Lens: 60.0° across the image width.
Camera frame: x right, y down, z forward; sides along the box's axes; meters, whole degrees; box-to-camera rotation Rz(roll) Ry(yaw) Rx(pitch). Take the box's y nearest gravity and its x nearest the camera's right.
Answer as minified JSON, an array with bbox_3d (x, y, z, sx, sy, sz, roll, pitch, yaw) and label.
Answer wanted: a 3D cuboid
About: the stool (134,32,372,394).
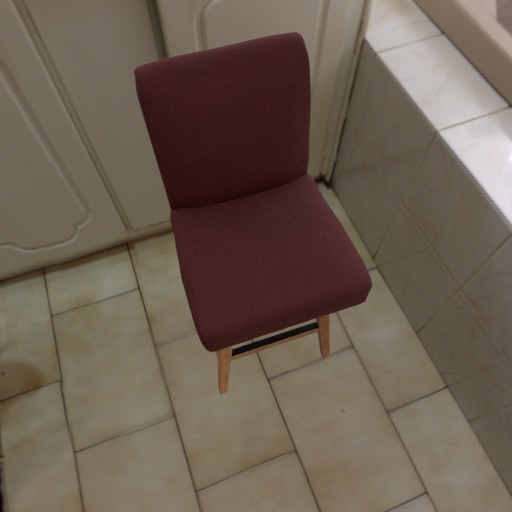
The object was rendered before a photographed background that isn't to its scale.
[{"bbox_3d":[0.000,0.000,1.367,0.468,1.093,0.562,-17,63,-9],"label":"stool"}]
